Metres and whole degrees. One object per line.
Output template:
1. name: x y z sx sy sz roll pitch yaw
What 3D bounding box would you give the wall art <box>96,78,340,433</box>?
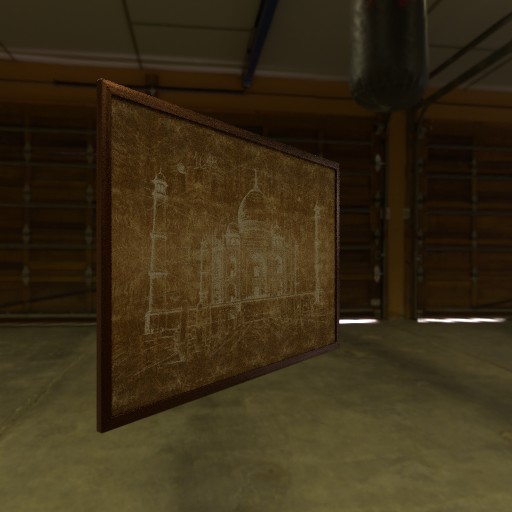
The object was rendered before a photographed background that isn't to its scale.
1. wall art: 0.000 0.000 1.025 0.014 0.559 0.816 0 0 37
